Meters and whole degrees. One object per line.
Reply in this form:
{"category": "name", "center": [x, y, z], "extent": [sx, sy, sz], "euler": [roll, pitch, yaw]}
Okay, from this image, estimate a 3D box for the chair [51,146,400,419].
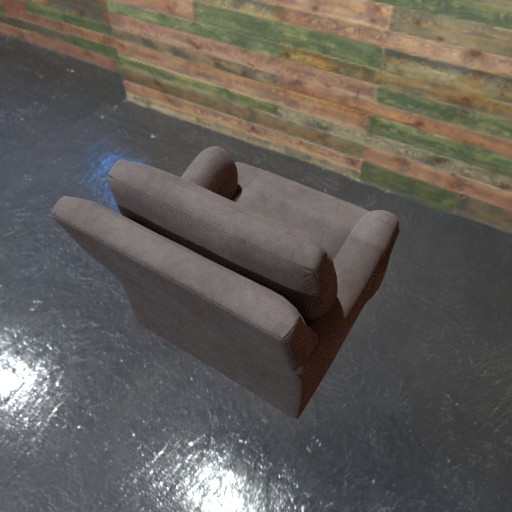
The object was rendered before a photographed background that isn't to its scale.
{"category": "chair", "center": [0.000, 0.000, 1.857], "extent": [0.955, 0.997, 1.070], "euler": [26, 52, 22]}
